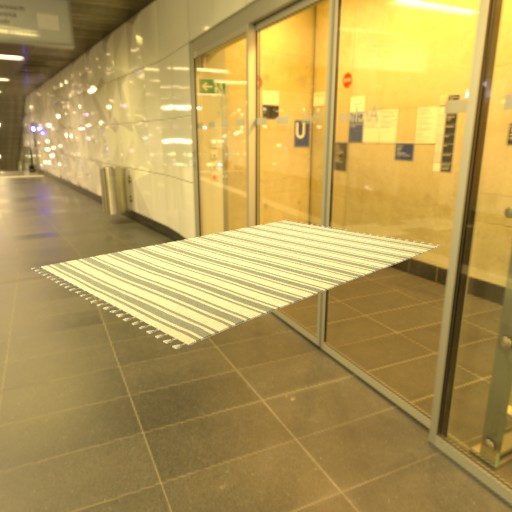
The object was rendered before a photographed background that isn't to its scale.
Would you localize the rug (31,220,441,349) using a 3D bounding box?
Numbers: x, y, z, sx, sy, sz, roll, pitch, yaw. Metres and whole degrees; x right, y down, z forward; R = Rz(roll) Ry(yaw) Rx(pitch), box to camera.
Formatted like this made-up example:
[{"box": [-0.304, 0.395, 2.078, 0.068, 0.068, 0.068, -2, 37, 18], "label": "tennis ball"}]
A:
[{"box": [0.000, 0.000, 3.032, 1.539, 0.011, 2.410, 14, 21, 43], "label": "rug"}]
